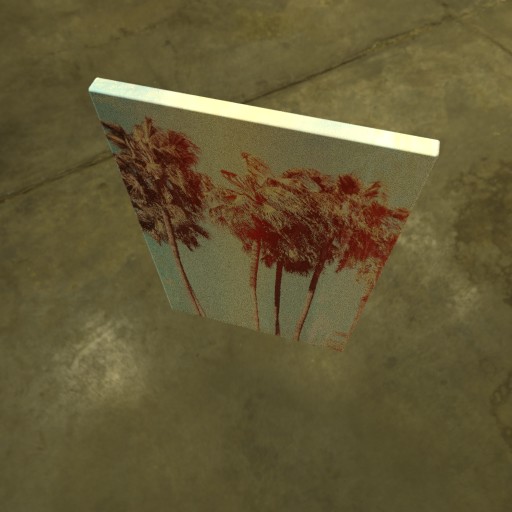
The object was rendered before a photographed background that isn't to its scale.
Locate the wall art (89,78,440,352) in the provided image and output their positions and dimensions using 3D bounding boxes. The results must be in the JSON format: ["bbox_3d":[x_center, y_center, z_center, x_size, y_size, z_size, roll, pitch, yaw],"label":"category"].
[{"bbox_3d":[0.000,0.000,1.134,0.605,0.915,0.037,13,59,8],"label":"wall art"}]
